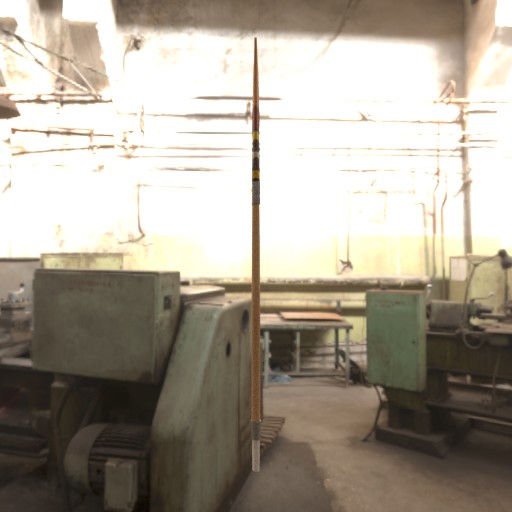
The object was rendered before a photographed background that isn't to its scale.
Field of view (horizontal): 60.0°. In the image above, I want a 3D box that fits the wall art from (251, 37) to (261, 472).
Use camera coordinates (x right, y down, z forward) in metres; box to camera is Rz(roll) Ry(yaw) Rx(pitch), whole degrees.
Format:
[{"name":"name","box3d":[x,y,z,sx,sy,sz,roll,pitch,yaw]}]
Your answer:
[{"name":"wall art","box3d":[0.000,0.000,1.621,0.038,1.556,0.146,0,-2,1]}]
